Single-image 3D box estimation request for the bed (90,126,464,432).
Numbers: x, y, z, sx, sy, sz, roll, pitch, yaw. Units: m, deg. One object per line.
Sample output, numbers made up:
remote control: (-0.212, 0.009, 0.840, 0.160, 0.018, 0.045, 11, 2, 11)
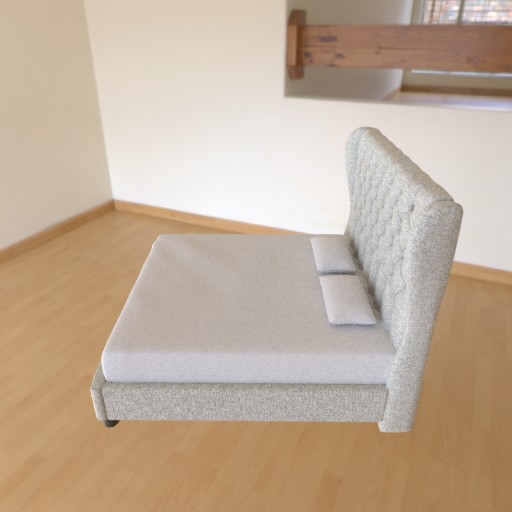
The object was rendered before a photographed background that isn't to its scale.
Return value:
bed: (0.000, 0.000, 3.797, 2.347, 1.771, 2.219, 0, 28, 0)
